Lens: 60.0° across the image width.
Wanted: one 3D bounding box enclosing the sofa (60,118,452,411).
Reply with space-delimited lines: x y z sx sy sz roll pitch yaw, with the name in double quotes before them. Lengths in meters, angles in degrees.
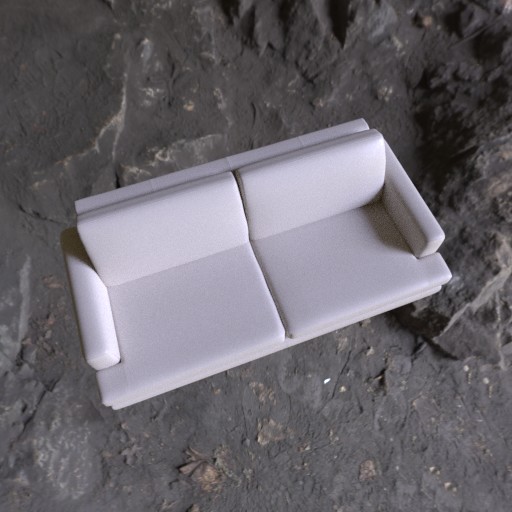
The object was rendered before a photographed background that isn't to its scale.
"sofa" 0.000 0.000 2.437 1.940 0.765 0.974 -18 65 -9
